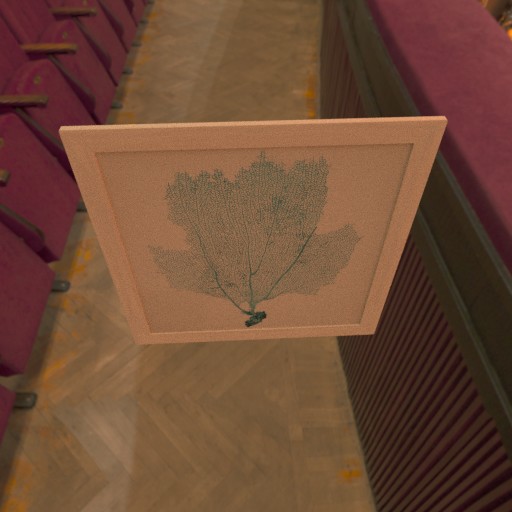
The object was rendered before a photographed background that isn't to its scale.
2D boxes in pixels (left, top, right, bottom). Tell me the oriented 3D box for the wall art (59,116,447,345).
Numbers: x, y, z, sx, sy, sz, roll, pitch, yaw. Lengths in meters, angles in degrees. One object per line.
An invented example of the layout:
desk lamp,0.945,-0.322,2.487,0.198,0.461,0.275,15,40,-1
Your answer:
wall art,0.000,0.000,0.880,0.584,0.584,0.013,-2,47,-2
